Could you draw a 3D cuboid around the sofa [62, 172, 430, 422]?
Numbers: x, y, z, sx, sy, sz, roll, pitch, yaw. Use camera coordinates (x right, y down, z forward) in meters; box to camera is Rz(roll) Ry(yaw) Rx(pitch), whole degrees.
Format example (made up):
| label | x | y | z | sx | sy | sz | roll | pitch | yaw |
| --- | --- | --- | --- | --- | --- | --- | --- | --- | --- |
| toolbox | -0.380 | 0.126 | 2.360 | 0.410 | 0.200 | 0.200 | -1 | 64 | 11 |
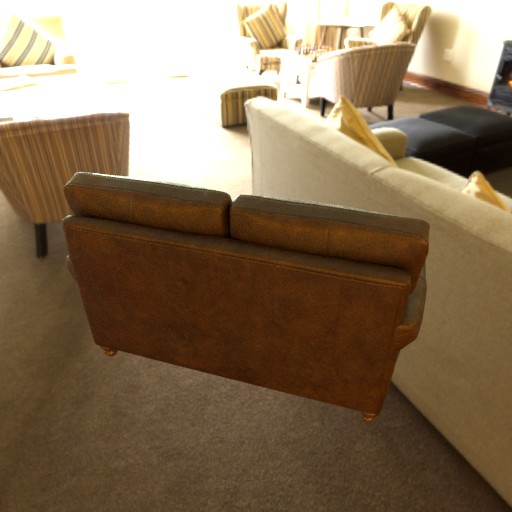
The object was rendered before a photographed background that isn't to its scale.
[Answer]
| label | x | y | z | sx | sy | sz | roll | pitch | yaw |
| --- | --- | --- | --- | --- | --- | --- | --- | --- | --- |
| sofa | 0.000 | 0.000 | 2.254 | 1.616 | 0.976 | 0.990 | 10 | 35 | 14 |
